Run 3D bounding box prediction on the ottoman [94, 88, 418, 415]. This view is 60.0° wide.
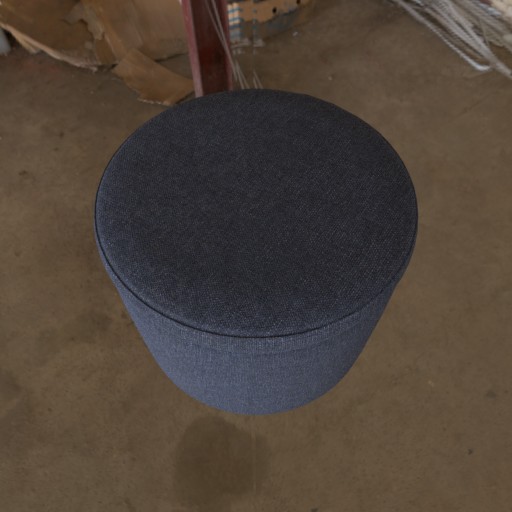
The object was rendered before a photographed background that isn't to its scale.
[{"bbox_3d":[0.000,0.000,0.870,0.520,0.430,0.520,0,57,0],"label":"ottoman"}]
